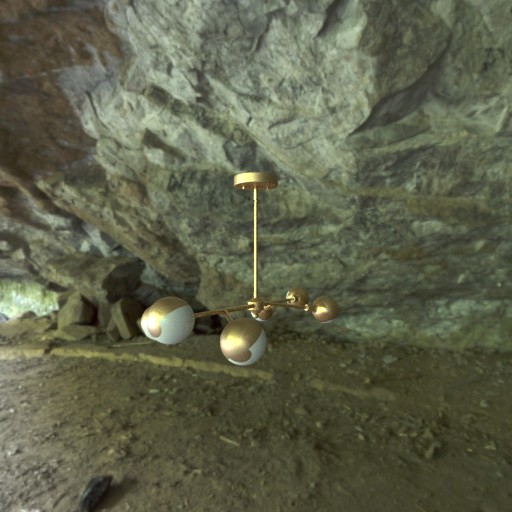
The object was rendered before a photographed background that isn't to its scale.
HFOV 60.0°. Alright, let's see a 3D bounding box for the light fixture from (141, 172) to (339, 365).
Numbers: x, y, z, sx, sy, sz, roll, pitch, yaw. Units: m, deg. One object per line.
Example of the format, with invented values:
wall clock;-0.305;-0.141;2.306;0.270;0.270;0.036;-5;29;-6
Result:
light fixture;0.000;0.000;1.013;0.434;0.362;0.778;-2;-3;36
